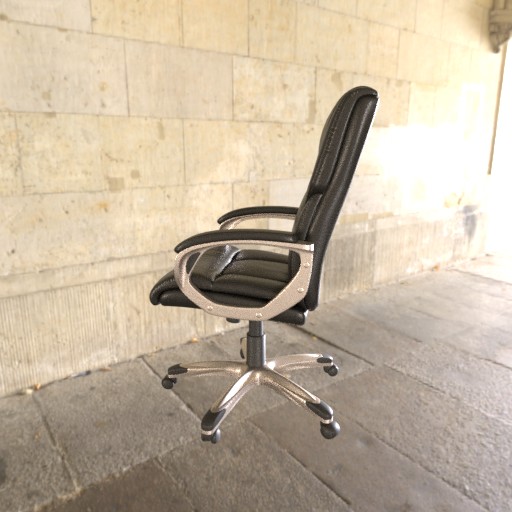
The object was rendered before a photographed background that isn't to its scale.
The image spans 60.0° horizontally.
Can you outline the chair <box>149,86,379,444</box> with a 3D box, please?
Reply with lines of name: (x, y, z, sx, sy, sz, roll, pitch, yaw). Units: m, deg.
chair: (0.000, 0.000, 1.638, 0.780, 1.145, 0.700, 2, 14, 9)
